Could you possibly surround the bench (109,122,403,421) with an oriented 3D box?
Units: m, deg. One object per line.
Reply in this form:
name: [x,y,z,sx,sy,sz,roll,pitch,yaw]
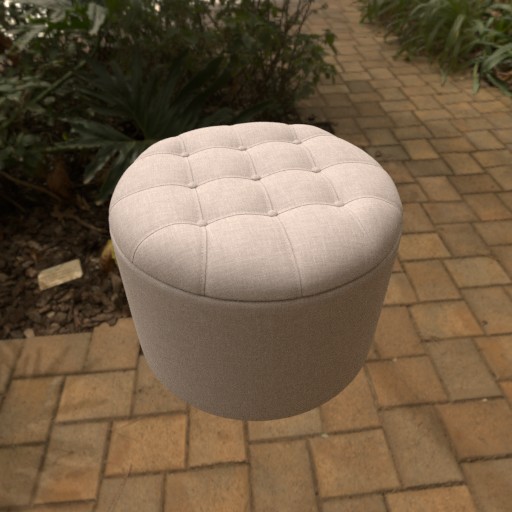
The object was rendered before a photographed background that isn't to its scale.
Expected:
bench: [0.000,0.000,1.027,0.600,0.453,0.600,0,41,0]
